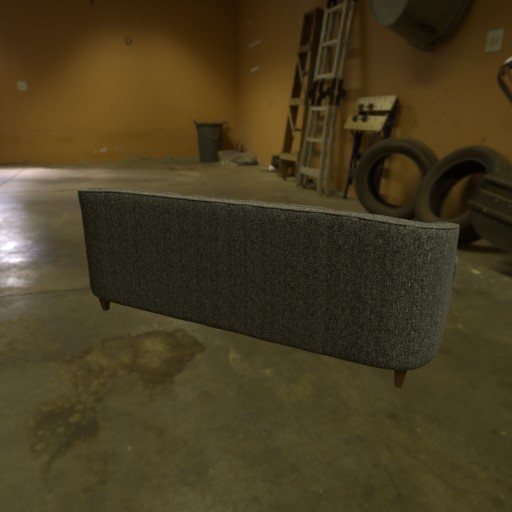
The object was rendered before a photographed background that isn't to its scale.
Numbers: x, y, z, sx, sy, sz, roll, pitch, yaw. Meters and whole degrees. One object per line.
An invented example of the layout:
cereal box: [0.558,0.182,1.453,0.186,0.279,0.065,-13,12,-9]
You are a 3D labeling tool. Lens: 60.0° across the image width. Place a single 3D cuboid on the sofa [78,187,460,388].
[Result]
sofa: [0.000,0.000,2.772,2.278,0.855,0.941,9,20,26]
